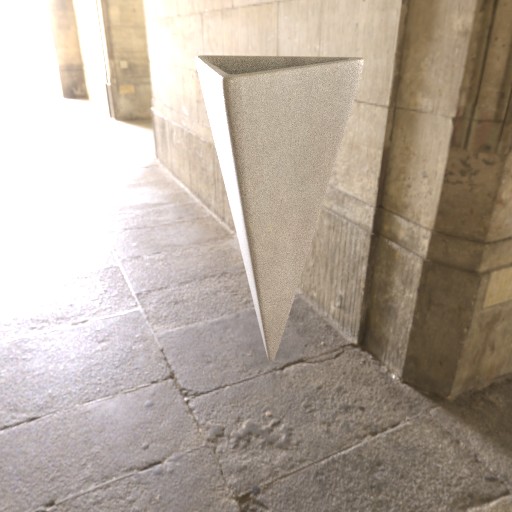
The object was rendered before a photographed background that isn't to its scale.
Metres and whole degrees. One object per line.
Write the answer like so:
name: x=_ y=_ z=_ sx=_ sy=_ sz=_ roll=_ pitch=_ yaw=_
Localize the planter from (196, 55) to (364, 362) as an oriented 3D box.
planter: x=0.000 y=0.000 z=0.276 sx=0.101 sy=0.224 sz=0.081 roll=8 pitch=27 yaw=17
